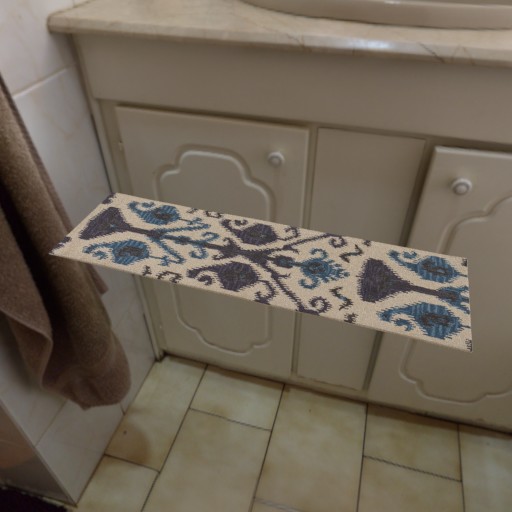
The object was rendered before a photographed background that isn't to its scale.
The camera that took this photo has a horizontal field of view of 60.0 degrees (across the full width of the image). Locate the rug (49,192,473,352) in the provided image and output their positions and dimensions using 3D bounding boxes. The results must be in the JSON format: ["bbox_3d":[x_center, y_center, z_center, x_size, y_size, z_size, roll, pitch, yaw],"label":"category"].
[{"bbox_3d":[0.000,0.000,2.538,2.301,0.017,0.692,12,42,13],"label":"rug"}]
